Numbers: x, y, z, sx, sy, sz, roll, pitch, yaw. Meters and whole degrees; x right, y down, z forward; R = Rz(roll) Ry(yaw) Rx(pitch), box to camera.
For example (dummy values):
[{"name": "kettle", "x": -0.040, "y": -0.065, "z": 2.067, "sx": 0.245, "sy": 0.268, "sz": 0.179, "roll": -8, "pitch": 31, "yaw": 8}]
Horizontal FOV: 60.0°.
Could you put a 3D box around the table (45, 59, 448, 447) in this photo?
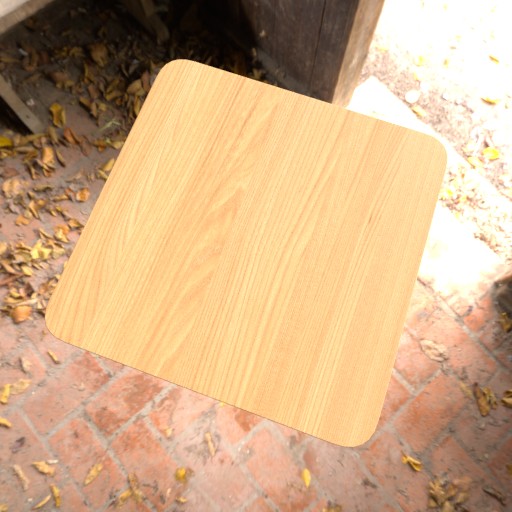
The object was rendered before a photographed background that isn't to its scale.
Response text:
[{"name": "table", "x": 0.000, "y": 0.000, "z": 1.233, "sx": 0.750, "sy": 0.450, "sz": 0.750, "roll": 19, "pitch": 76, "yaw": 5}]
